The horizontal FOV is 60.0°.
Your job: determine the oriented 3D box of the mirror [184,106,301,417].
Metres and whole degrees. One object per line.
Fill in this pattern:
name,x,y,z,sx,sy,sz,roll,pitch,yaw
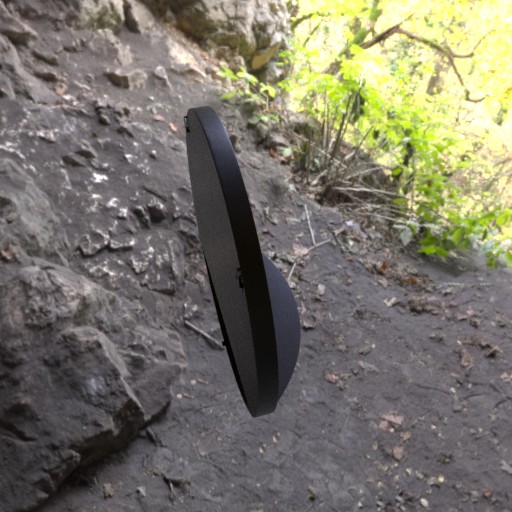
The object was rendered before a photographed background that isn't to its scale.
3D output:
mirror,0.000,0.000,0.691,0.133,0.457,0.457,-12,48,-11
